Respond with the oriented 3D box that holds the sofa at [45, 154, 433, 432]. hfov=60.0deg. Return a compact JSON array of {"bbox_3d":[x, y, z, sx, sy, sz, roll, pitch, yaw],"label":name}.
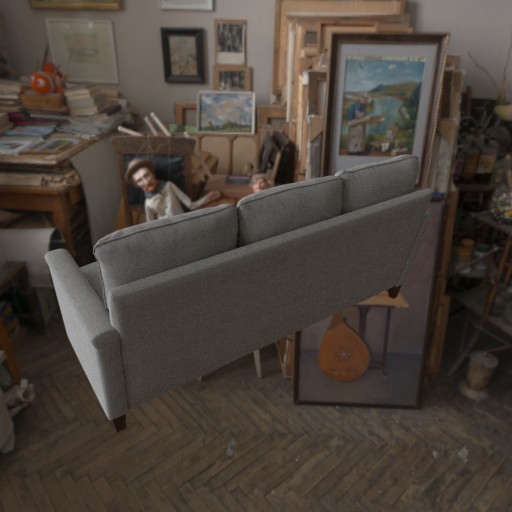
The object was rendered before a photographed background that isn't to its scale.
[{"bbox_3d":[0.000,0.000,2.371,1.925,0.959,0.828,-19,34,-29],"label":"sofa"}]
